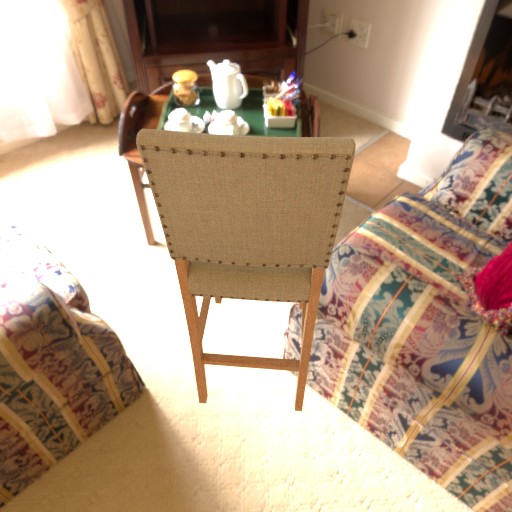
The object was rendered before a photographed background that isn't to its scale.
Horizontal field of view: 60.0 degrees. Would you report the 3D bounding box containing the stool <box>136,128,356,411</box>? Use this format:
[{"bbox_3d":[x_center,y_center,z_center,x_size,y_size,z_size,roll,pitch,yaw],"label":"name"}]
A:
[{"bbox_3d":[0.000,0.000,1.483,0.445,1.203,0.585,3,46,3],"label":"stool"}]
